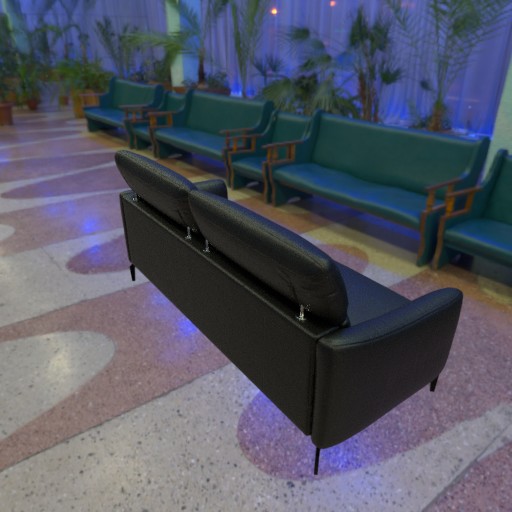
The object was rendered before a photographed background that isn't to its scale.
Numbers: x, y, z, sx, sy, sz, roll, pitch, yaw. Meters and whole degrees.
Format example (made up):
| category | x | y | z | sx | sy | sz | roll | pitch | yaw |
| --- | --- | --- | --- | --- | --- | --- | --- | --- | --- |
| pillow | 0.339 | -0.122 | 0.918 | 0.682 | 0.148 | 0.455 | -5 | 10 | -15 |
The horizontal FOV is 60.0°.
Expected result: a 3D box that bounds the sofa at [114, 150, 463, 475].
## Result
| category | x | y | z | sx | sy | sz | roll | pitch | yaw |
| --- | --- | --- | --- | --- | --- | --- | --- | --- | --- |
| sofa | 0.000 | 0.000 | 2.477 | 0.856 | 0.957 | 2.069 | -18 | 32 | -31 |
